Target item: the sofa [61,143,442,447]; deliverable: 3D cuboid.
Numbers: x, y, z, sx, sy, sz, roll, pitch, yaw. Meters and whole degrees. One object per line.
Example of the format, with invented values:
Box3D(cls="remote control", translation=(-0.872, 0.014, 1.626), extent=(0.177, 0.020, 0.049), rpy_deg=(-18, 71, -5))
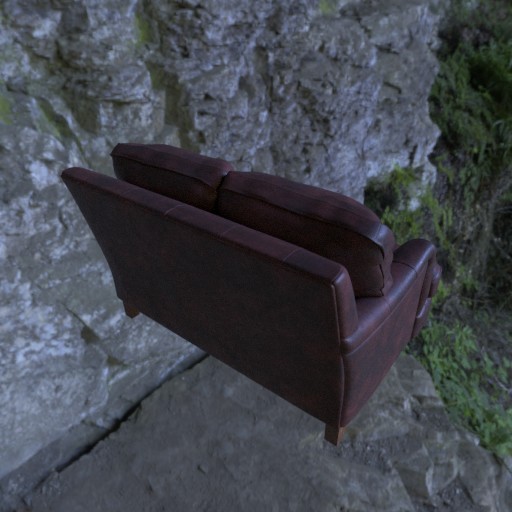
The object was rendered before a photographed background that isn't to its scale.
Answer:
Box3D(cls="sofa", translation=(0.000, 0.000, 2.323), extent=(1.628, 1.070, 1.148), rpy_deg=(22, 38, 32))
